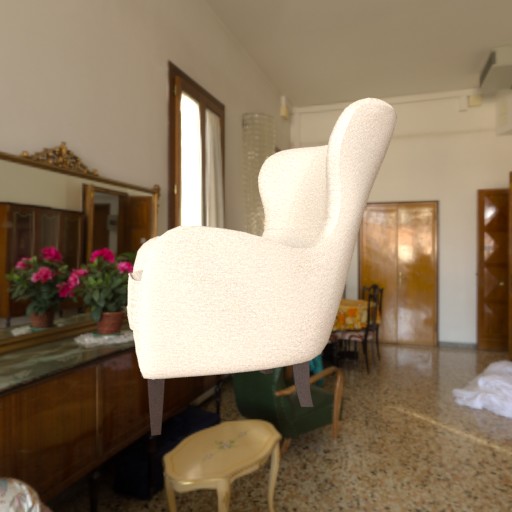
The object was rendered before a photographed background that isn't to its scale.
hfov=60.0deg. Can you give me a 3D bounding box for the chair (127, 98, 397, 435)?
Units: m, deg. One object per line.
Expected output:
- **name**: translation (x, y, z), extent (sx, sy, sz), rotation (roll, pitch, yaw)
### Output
- **chair**: translation (0.000, 0.000, 1.768), extent (0.984, 1.064, 0.861), rotation (0, 0, -17)
